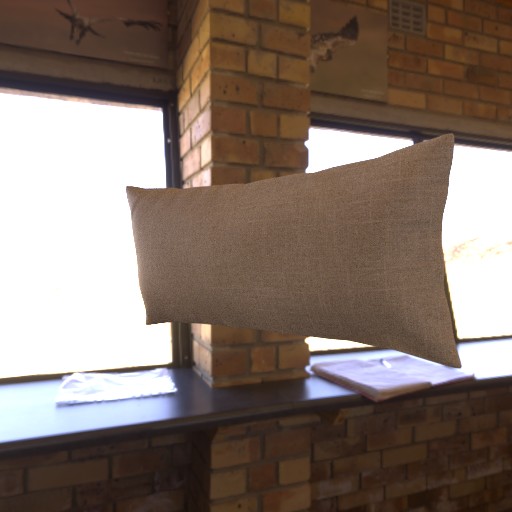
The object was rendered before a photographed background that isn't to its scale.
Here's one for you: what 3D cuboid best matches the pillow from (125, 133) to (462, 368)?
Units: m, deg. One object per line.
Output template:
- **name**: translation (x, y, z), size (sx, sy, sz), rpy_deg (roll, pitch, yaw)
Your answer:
- **pillow**: translation (0.000, 0.000, 0.717), size (0.612, 0.282, 0.155), rpy_deg (0, -1, 37)
